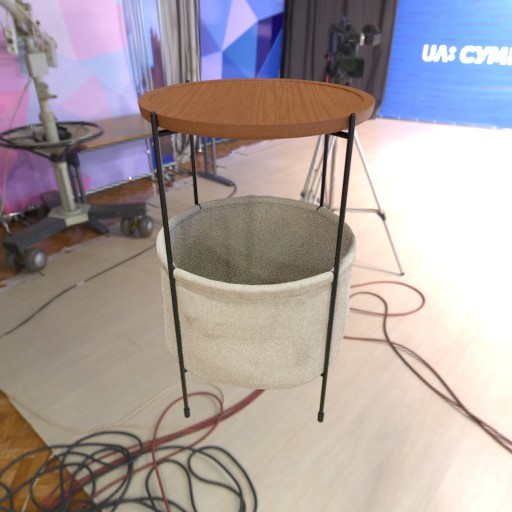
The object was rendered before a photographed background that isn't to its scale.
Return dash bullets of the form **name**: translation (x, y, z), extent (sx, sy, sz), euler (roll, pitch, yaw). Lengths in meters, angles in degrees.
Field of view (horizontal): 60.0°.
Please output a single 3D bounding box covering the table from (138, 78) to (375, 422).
- **table**: translation (0.000, 0.000, 0.894), extent (0.393, 0.623, 0.393), euler (1, 30, 2)
